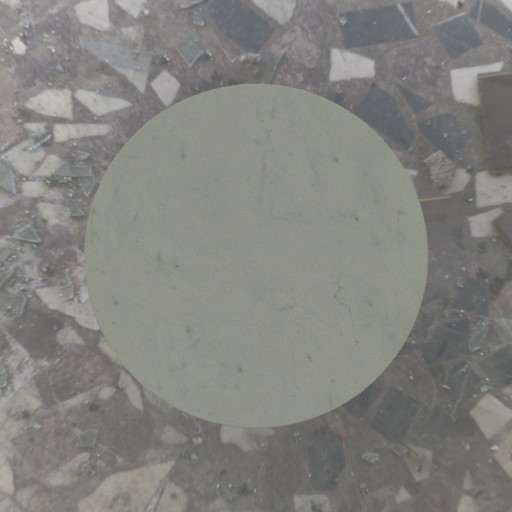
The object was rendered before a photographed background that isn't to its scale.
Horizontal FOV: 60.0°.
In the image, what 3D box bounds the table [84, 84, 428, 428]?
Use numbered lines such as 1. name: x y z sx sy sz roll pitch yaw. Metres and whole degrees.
1. table: 0.000 0.000 1.253 0.800 0.450 0.800 0 90 0
